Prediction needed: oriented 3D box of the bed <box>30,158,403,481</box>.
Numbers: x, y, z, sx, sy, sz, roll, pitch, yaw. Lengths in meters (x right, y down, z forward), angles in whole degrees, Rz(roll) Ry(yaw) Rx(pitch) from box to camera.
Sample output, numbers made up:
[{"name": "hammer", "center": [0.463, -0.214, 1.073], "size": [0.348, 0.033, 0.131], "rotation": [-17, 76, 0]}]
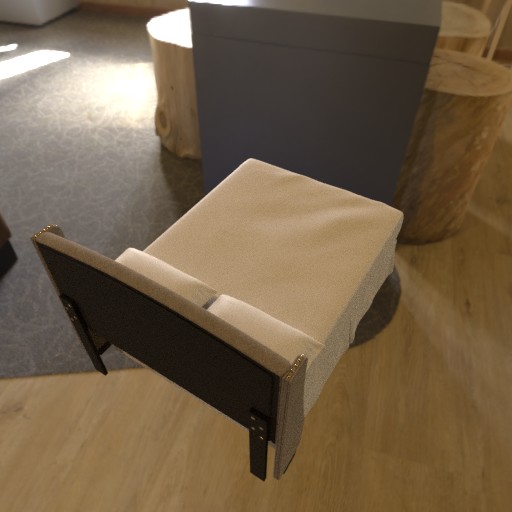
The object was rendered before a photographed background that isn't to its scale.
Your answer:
[{"name": "bed", "center": [0.000, 0.000, 3.307], "size": [1.710, 1.407, 2.237], "rotation": [24, 50, 22]}]
